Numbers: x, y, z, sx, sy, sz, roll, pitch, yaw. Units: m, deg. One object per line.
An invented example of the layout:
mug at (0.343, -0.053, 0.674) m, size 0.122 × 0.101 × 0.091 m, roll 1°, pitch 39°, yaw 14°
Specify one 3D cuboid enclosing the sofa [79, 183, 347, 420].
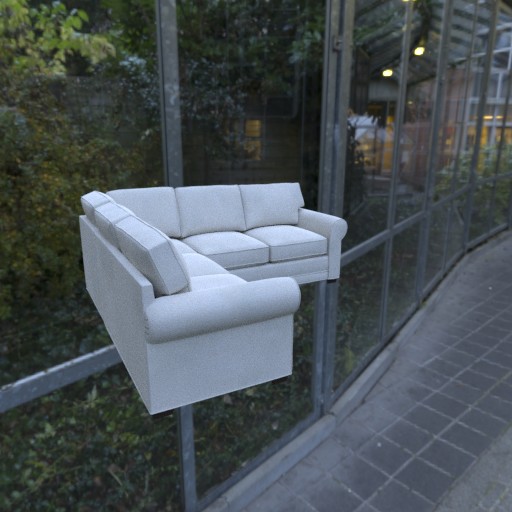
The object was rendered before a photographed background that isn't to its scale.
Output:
sofa at (0.000, 0.000, 3.879) m, size 2.569 × 1.054 × 2.487 m, roll -8°, pitch 17°, yaw -27°
